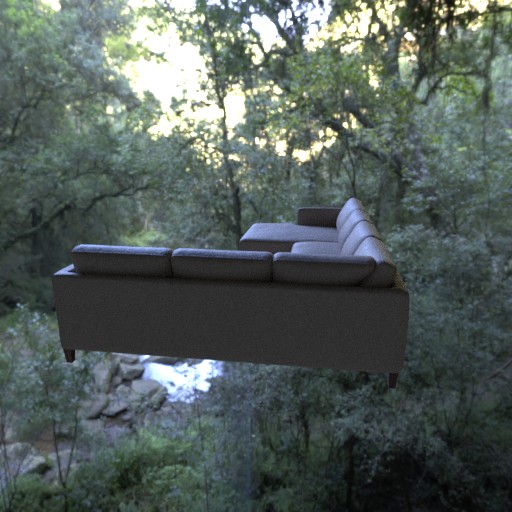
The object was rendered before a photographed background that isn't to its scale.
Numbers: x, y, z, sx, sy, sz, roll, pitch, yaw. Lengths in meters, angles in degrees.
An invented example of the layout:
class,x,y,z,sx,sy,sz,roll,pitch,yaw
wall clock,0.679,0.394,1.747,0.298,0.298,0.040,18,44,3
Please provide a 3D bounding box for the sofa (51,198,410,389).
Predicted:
class,x,y,z,sx,sy,sz,roll,pitch,yaw
sofa,0.000,0.000,4.689,2.551,0.889,3.403,2,15,8
